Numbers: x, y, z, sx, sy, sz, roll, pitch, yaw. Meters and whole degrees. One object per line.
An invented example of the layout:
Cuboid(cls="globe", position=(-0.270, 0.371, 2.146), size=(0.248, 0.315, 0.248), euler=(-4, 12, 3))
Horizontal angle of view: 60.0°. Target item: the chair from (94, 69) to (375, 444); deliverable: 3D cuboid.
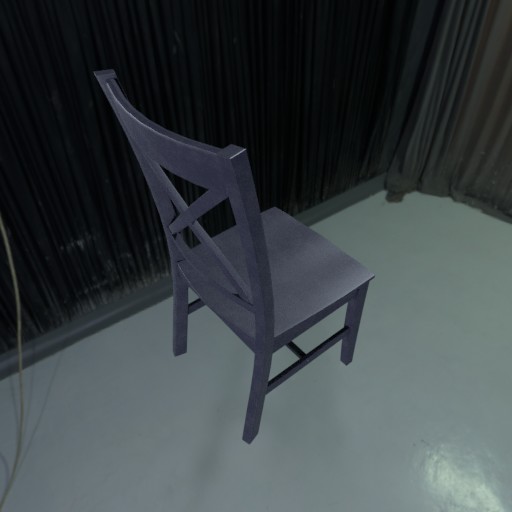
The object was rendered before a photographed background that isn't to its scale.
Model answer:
Cuboid(cls="chair", position=(0.000, 0.000, 1.239), size=(0.542, 0.983, 0.485), euler=(-28, 48, -28))
